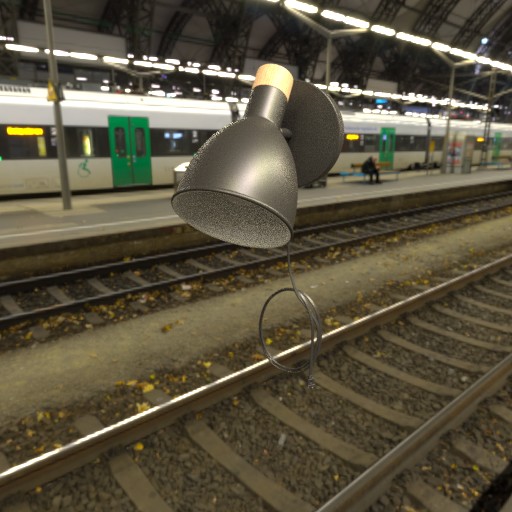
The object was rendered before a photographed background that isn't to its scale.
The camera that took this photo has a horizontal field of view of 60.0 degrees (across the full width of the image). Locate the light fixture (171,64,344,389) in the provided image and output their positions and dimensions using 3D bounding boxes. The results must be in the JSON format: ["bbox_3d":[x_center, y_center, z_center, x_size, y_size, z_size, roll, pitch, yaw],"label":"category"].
[{"bbox_3d":[0.000,0.000,0.488,0.127,0.401,0.203,7,16,26],"label":"light fixture"}]
